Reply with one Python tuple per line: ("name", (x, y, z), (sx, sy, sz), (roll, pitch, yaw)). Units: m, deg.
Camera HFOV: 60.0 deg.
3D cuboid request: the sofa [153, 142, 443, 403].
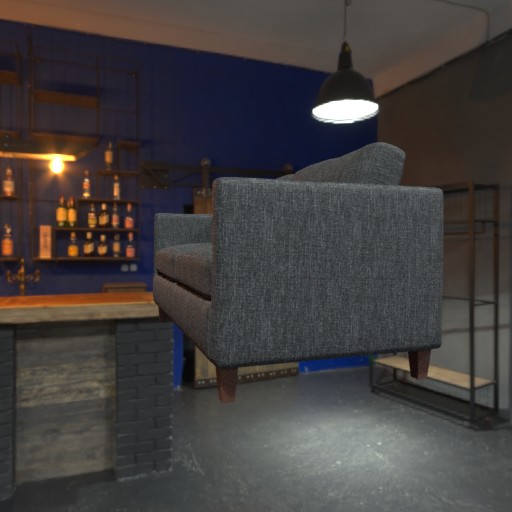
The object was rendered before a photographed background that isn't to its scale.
("sofa", (0.000, 0.000, 2.464), (0.950, 0.963, 1.884), (0, 1, -19))
